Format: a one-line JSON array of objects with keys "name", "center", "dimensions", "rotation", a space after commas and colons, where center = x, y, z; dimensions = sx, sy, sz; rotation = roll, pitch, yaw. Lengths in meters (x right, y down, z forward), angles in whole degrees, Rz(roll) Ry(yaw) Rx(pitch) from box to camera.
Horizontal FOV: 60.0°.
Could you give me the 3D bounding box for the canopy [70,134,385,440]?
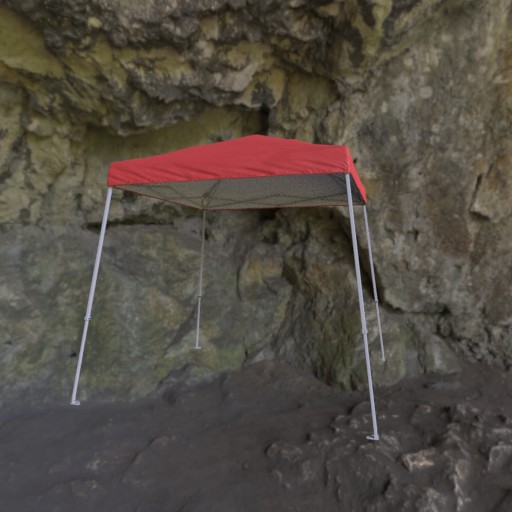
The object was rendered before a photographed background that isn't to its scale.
[{"name": "canopy", "center": [0.000, 0.000, 5.195], "dimensions": [2.849, 2.849, 2.848], "rotation": [0, 0, 17]}]
